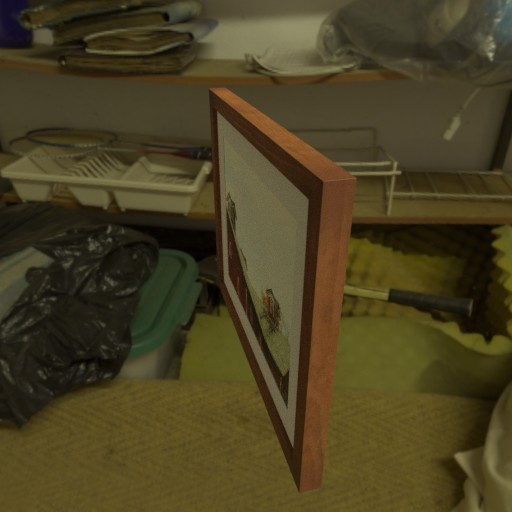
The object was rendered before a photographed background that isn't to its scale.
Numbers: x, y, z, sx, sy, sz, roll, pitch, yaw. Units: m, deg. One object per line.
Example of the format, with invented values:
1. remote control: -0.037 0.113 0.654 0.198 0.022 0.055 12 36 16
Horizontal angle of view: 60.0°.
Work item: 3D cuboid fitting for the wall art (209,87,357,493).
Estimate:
1. wall art: 0.000 0.000 0.748 0.033 0.457 0.558 -8 30 -14
